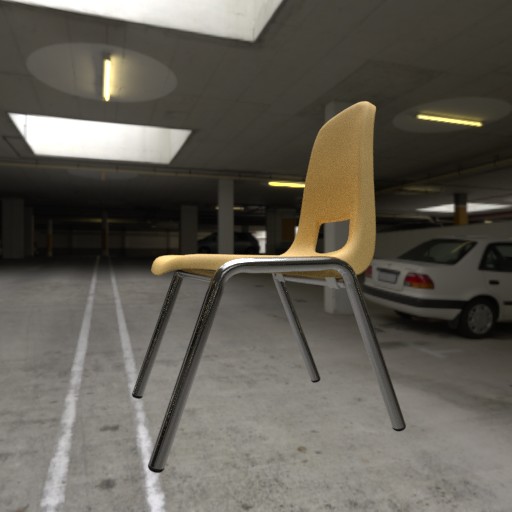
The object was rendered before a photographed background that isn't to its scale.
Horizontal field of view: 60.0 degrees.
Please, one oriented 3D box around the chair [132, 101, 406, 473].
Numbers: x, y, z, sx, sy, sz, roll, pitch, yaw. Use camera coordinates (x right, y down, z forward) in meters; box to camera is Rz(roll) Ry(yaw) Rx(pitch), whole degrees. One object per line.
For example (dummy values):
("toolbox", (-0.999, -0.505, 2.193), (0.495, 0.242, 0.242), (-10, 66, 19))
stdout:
("chair", (0.000, 0.000, 0.824), (0.423, 0.586, 0.354), (0, 0, -19))
